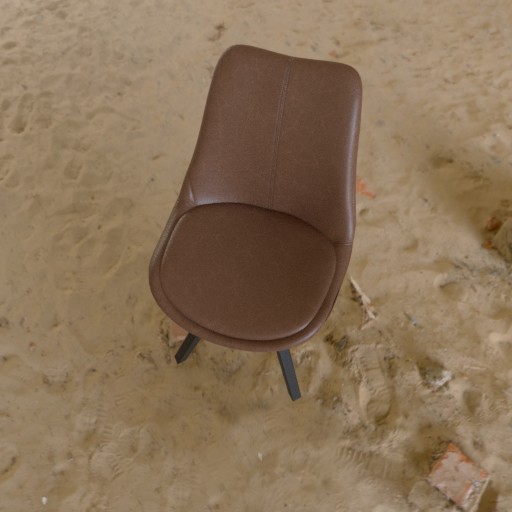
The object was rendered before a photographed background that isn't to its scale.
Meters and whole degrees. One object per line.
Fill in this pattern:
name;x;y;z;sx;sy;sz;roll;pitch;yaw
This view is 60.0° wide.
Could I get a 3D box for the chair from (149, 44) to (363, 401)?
chair;0.000;0.000;1.181;0.475;0.850;0.550;15;60;9
